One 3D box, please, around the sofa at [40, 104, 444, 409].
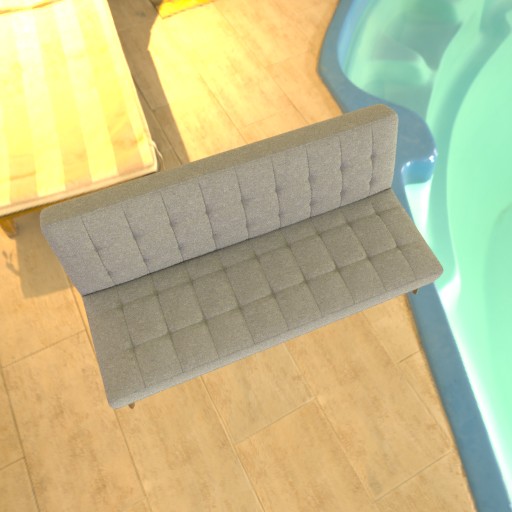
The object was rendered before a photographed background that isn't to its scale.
[{"bbox_3d":[0.000,0.000,2.289,1.800,0.810,0.860,-20,64,-10],"label":"sofa"}]
